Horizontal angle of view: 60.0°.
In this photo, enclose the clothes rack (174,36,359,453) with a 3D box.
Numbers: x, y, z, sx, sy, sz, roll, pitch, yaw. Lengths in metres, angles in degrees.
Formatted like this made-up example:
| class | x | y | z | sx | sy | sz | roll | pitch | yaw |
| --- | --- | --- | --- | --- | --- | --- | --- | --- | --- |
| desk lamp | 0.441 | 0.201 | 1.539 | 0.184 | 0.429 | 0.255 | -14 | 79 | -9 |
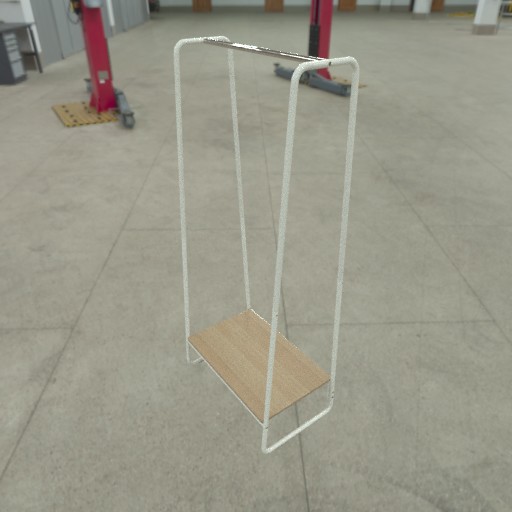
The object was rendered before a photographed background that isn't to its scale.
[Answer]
| class | x | y | z | sx | sy | sz | roll | pitch | yaw |
| --- | --- | --- | --- | --- | --- | --- | --- | --- | --- |
| clothes rack | 0.000 | 0.000 | 1.745 | 0.400 | 1.500 | 0.640 | -22 | 38 | -30 |
